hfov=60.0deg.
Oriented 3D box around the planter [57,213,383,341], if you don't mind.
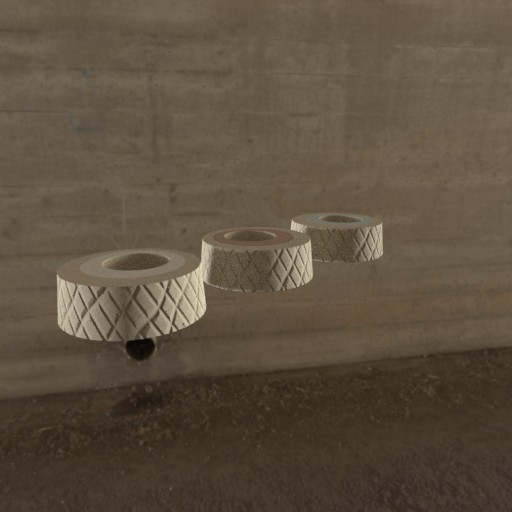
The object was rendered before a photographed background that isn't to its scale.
[{"bbox_3d":[0.000,0.000,0.445,0.114,0.038,0.390,14,20,43],"label":"planter"}]
